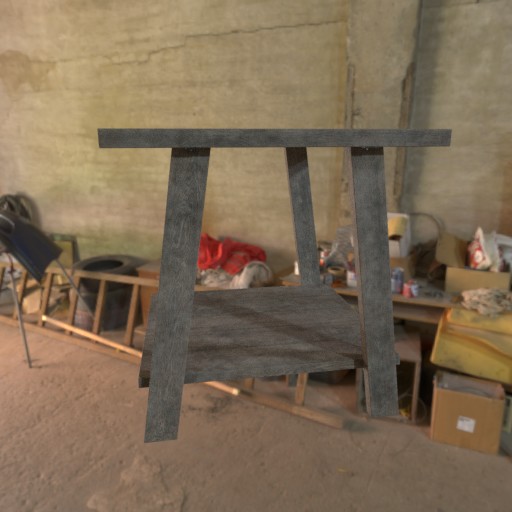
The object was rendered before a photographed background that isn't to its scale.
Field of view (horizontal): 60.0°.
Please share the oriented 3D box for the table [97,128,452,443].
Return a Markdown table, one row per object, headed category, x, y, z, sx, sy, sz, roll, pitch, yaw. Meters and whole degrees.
| category | x | y | z | sx | sy | sz | roll | pitch | yaw |
| --- | --- | --- | --- | --- | --- | --- | --- | --- | --- |
| table | 0.000 | 0.000 | 1.115 | 0.610 | 0.610 | 0.610 | -3 | 16 | -9 |
